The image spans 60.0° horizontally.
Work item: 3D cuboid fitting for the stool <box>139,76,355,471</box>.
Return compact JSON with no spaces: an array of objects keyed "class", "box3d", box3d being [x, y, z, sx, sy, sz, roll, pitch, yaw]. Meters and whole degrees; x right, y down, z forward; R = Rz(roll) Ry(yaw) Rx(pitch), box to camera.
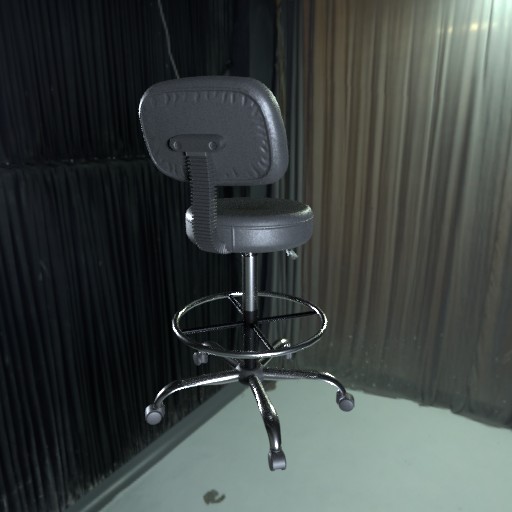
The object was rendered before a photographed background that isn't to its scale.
[{"class":"stool","box3d":[0.000,0.000,1.486,0.694,1.069,0.658,8,18,27]}]
